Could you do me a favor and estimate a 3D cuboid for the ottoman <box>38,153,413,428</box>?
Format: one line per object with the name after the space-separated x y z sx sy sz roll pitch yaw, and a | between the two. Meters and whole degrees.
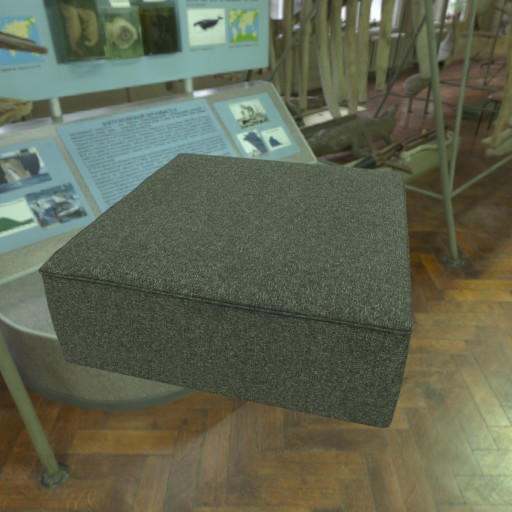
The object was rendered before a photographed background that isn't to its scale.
0.000 0.000 1.603 1.021 0.423 1.017 8 33 13 | ottoman
